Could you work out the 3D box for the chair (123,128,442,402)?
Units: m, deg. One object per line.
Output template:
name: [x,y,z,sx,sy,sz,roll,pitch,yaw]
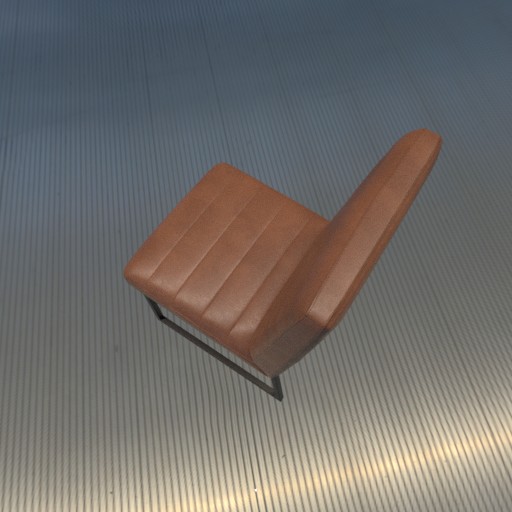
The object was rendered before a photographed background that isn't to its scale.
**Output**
chair: [0.000,0.000,1.300,0.634,0.930,0.520,30,66,15]
